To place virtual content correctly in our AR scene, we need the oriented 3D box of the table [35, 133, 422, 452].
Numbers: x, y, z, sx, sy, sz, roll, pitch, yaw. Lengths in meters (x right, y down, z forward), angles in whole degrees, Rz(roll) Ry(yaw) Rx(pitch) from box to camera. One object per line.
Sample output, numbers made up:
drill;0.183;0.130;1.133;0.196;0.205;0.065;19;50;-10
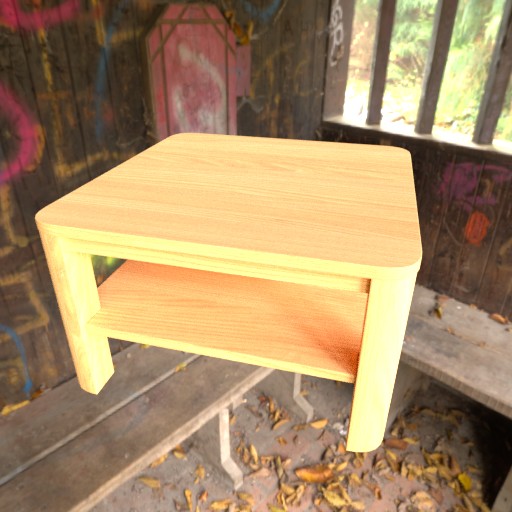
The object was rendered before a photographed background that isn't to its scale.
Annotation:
table;0.000;0.000;1.205;0.750;0.450;0.750;7;30;13
